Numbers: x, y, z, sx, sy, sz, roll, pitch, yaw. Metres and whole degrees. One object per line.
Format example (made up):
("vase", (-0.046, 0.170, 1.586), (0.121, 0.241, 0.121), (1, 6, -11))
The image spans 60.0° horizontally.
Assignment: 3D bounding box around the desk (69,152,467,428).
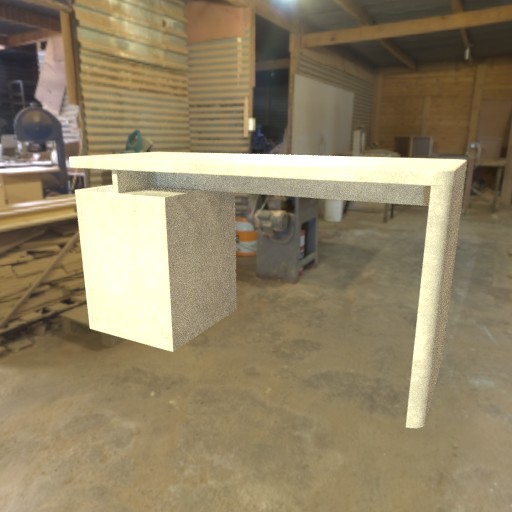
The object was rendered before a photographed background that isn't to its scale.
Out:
("desk", (0.000, 0.000, 1.745), (1.400, 0.755, 0.550), (8, 17, 27))
